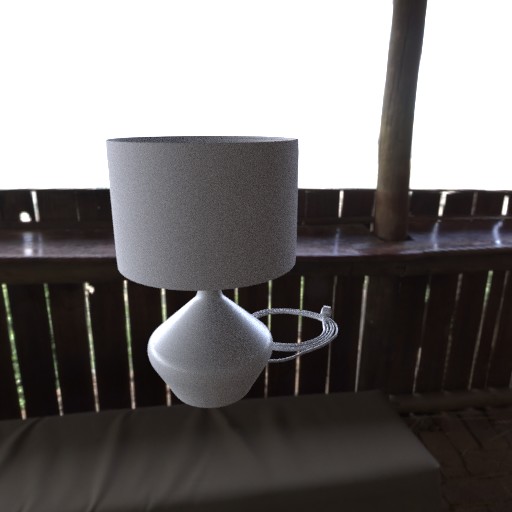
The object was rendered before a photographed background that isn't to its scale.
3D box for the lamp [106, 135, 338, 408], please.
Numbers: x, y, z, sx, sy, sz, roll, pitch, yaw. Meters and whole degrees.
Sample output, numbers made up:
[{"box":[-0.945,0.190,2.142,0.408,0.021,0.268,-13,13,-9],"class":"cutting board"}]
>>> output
[{"box":[0.000,0.000,0.878,0.546,0.457,0.401,-9,19,-27],"class":"lamp"}]
